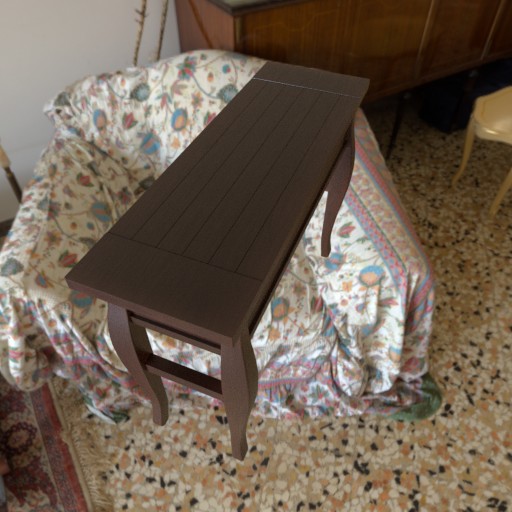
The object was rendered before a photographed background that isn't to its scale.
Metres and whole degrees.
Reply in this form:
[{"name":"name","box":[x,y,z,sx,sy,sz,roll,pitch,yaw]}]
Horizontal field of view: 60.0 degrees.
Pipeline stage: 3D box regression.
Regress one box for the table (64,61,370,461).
[{"name":"table","box":[0.000,0.000,1.417,0.373,0.768,1.062,17,49,15]}]
